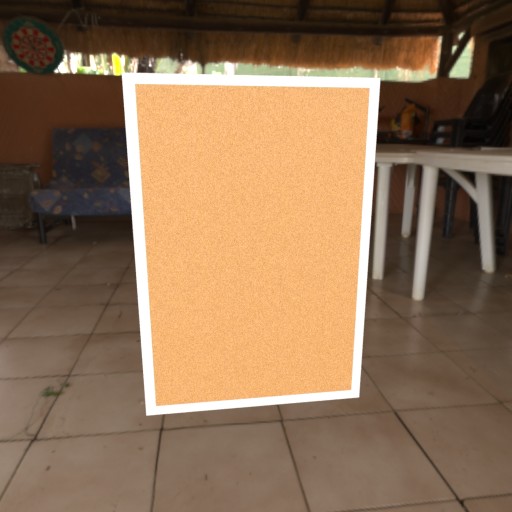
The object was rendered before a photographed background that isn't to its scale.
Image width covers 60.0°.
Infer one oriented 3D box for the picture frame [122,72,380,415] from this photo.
[{"bbox_3d":[0.000,0.000,0.866,0.457,0.657,0.013,-2,15,-8],"label":"picture frame"}]
